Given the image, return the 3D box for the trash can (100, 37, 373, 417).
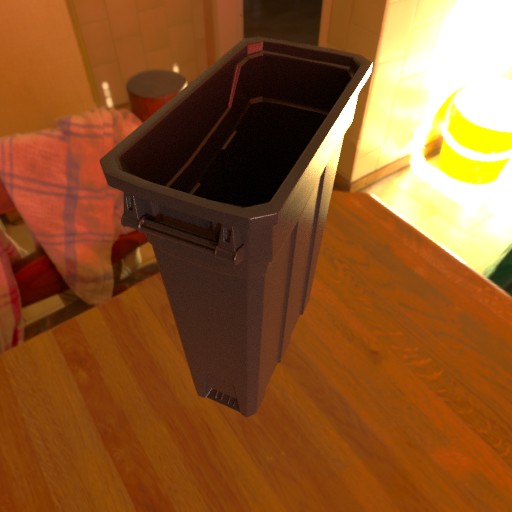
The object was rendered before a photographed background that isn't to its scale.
[{"bbox_3d":[0.000,0.000,1.033,0.281,0.762,0.559,18,50,16],"label":"trash can"}]
